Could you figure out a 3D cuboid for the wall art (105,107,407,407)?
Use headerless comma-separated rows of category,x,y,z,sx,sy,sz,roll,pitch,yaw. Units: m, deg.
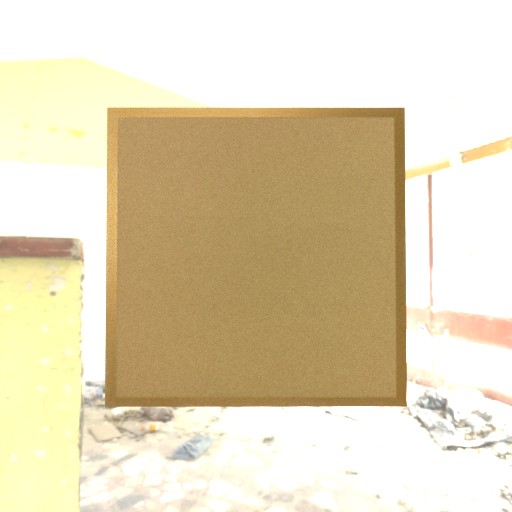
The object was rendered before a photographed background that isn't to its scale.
wall art,0.000,0.000,1.143,0.762,0.760,0.037,0,-1,0
